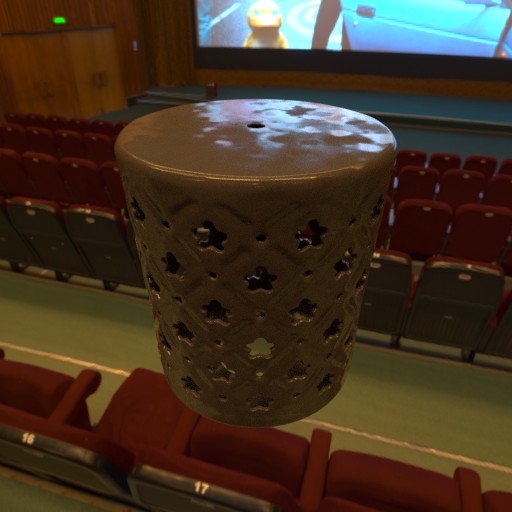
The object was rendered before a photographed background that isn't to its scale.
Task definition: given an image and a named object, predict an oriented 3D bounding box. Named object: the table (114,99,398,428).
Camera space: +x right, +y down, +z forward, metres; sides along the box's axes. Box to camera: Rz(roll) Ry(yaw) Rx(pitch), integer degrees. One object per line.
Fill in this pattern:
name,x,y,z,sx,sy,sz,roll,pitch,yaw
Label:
table,0.000,0.000,0.662,0.352,0.387,0.352,0,31,0
